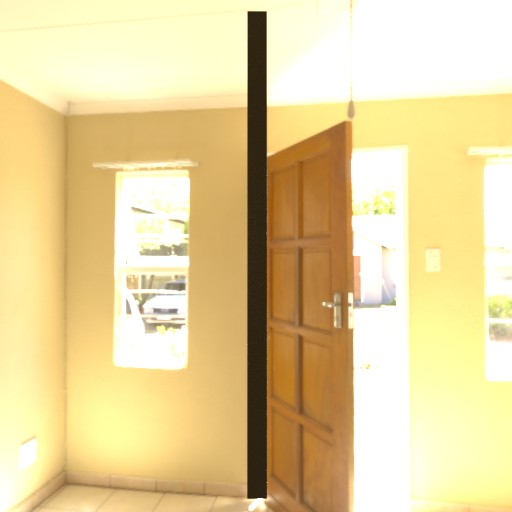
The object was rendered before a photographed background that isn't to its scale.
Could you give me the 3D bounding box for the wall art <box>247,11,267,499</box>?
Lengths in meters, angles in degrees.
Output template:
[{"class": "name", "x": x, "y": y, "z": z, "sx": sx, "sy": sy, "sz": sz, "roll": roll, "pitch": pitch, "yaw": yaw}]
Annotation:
[{"class": "wall art", "x": 0.000, "y": 0.000, "z": 1.343, "sx": 0.043, "sy": 1.046, "sz": 0.788, "roll": 0, "pitch": -1, "yaw": 0}]
